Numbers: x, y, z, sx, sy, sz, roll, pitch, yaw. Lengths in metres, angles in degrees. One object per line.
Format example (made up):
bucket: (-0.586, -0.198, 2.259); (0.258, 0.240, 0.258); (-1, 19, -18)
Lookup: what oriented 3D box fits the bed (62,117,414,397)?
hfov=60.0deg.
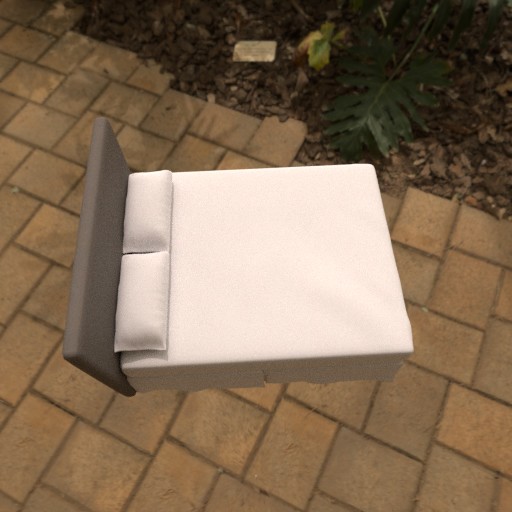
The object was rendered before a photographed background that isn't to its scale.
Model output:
bed: (0.000, 0.000, 3.255); (2.142, 1.330, 1.723); (-3, 64, -1)
